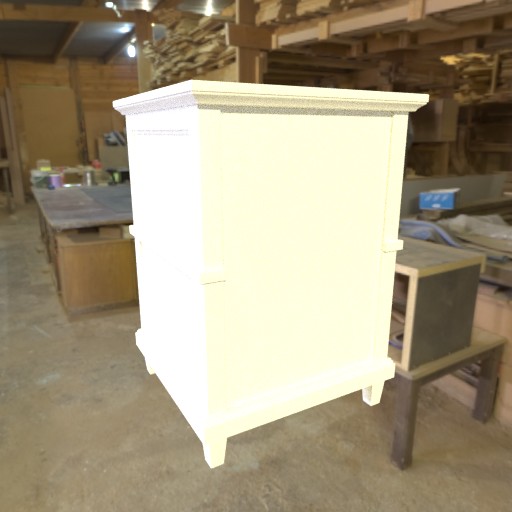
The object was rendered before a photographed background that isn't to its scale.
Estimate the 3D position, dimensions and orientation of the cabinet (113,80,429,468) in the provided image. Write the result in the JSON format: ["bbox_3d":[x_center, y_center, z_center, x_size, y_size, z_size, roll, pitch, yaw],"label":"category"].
[{"bbox_3d":[0.000,0.000,1.152,0.544,0.775,0.547,-9,18,-28],"label":"cabinet"}]
